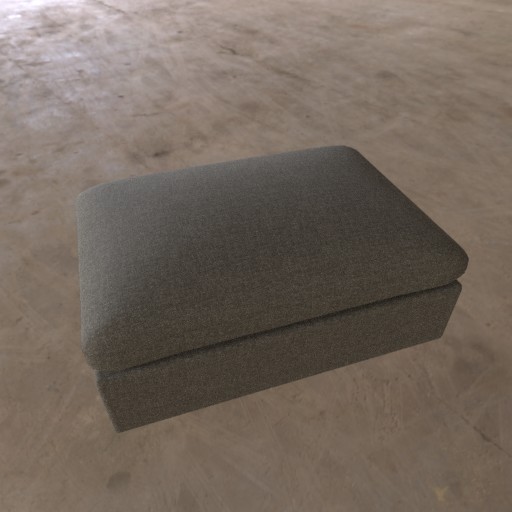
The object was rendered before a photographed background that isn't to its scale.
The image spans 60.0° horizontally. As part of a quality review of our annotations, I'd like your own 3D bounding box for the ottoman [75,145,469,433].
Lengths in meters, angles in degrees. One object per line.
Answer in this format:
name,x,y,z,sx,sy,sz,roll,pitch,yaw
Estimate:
ottoman,0.000,0.000,1.427,1.041,0.483,0.711,-12,42,-14
